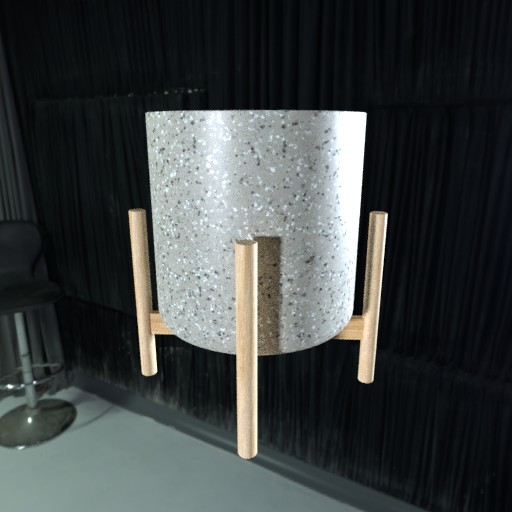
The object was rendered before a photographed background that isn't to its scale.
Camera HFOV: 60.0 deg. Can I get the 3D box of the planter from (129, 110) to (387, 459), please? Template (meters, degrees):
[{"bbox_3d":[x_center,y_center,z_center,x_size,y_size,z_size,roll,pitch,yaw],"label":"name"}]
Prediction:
[{"bbox_3d":[0.000,0.000,0.684,0.360,0.419,0.360,8,18,25],"label":"planter"}]
